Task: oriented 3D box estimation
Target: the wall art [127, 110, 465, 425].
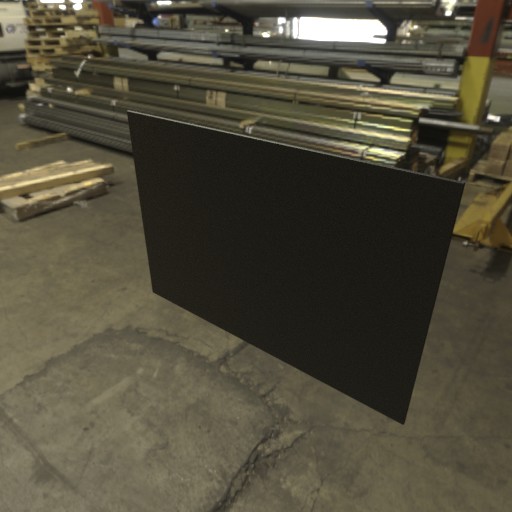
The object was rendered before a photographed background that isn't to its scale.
[{"bbox_3d":[0.000,0.000,1.519,1.192,0.811,0.013,21,37,32],"label":"wall art"}]
